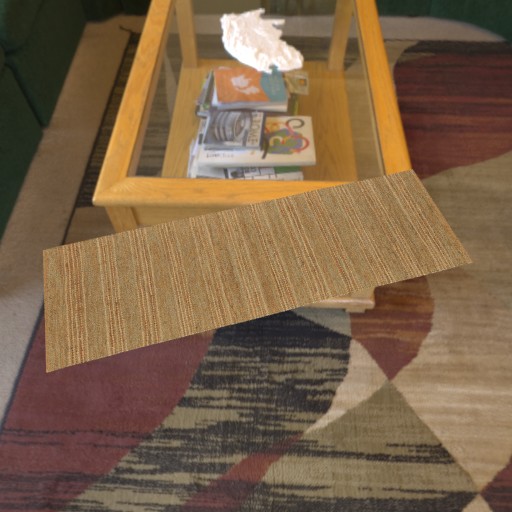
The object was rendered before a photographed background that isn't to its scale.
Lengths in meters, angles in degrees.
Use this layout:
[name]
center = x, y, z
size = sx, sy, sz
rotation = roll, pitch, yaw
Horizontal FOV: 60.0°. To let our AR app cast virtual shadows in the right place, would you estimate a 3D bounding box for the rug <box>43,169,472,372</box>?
[rug]
center = 0.000, 0.000, 2.641
size = 2.438, 0.006, 0.783
rotation = -13, 58, -8
